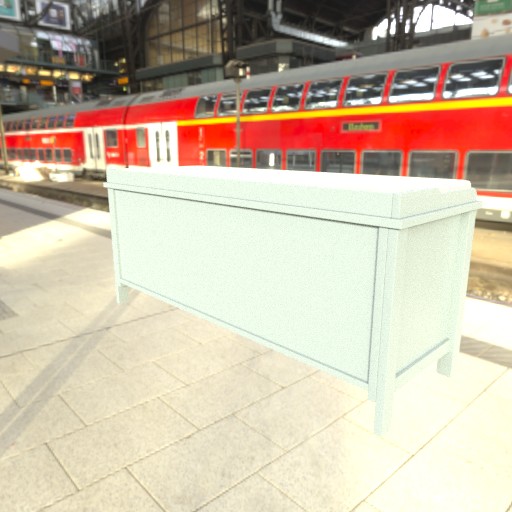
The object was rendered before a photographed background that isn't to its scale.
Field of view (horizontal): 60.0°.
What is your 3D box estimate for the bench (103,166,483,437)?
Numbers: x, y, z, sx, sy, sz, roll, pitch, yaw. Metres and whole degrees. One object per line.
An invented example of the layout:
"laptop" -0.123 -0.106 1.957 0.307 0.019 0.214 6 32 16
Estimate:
"bench" 0.000 0.000 1.363 0.398 0.501 1.140 -13 19 -43
